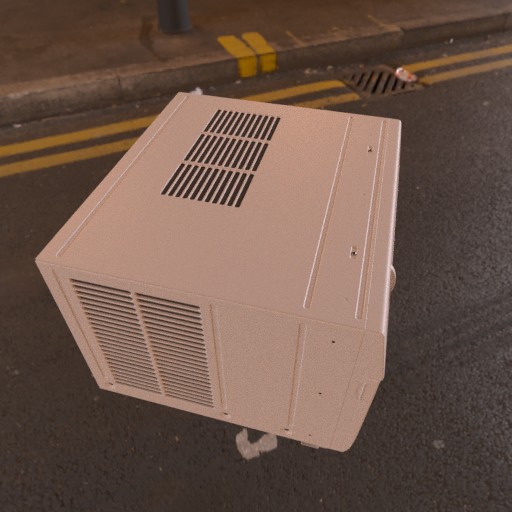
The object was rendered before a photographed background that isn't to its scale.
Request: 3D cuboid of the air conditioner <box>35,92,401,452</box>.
[{"bbox_3d":[0.000,0.000,1.062,0.599,0.455,0.645,11,46,10],"label":"air conditioner"}]
